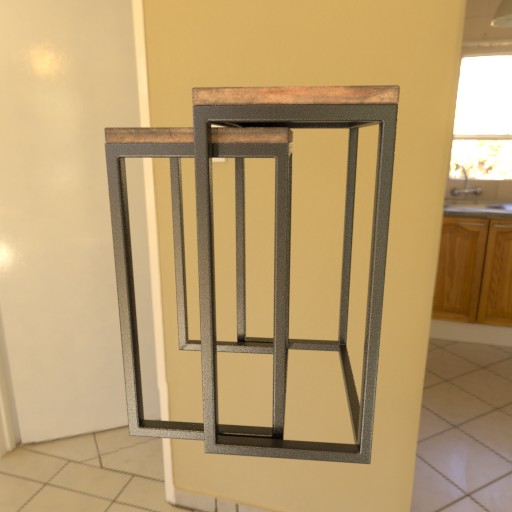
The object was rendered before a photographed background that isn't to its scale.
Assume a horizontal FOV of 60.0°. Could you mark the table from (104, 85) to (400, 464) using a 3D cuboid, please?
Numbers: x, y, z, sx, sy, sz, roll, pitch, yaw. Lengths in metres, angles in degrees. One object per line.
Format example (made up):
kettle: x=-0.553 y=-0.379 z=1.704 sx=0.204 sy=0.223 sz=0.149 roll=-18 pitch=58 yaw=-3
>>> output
table: x=0.000 y=0.000 z=0.924 sx=0.460 sy=0.615 sz=0.456 roll=2 pitch=15 yaw=8
